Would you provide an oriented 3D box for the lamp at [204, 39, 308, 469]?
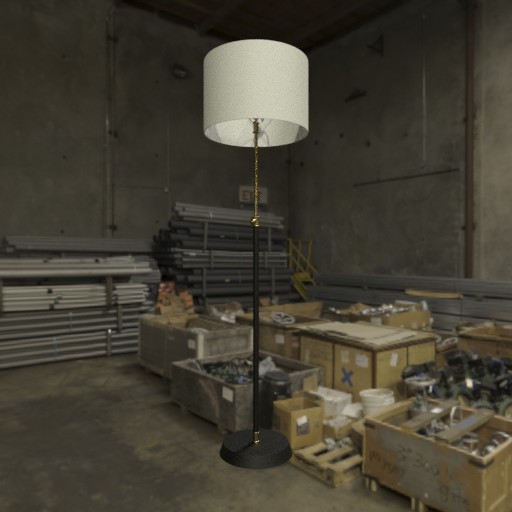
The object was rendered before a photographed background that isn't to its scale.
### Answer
[{"bbox_3d":[0.000,0.000,1.721,0.404,1.517,0.404,0,0,-37],"label":"lamp"}]
